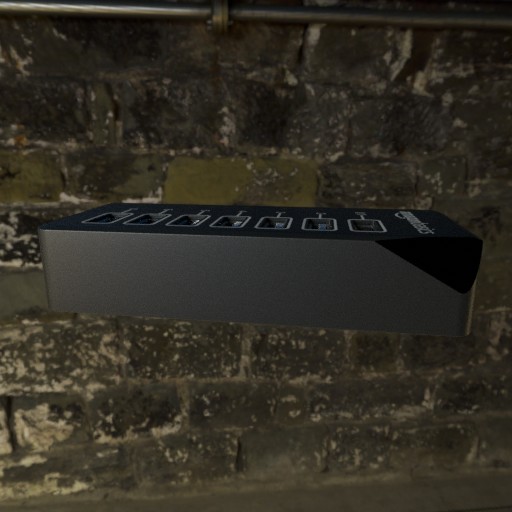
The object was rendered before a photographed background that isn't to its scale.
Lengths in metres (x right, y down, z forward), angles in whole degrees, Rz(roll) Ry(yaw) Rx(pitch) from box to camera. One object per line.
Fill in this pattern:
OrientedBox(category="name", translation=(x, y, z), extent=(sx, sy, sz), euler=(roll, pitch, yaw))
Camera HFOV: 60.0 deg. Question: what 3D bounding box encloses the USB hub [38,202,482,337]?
OrientedBox(category="USB hub", translation=(0.000, 0.000, 0.128), extent=(0.110, 0.023, 0.044), euler=(2, 15, 9))
